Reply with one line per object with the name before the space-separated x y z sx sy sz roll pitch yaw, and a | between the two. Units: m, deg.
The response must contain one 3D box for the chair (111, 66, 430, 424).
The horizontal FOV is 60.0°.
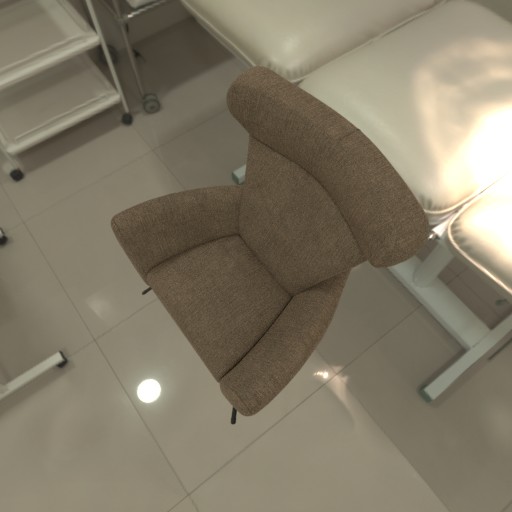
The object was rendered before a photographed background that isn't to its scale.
chair | 0.000 0.000 1.815 0.900 1.040 0.980 -34 69 -15
